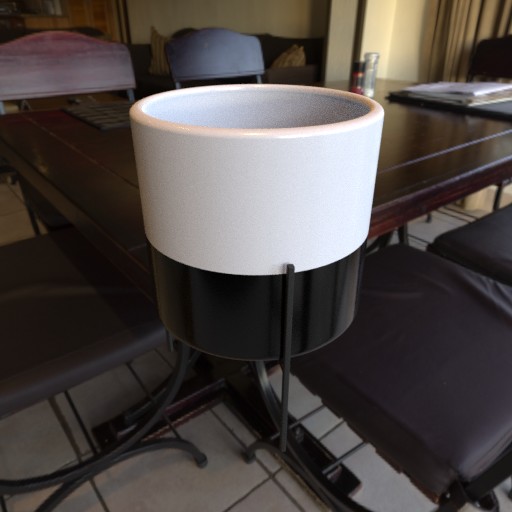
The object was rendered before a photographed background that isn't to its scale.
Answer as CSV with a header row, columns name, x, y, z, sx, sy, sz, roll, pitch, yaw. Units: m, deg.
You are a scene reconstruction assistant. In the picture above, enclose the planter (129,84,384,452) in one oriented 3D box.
name,x,y,z,sx,sy,sz,roll,pitch,yaw
planter,0.000,0.000,0.644,0.310,0.432,0.310,17,33,28
